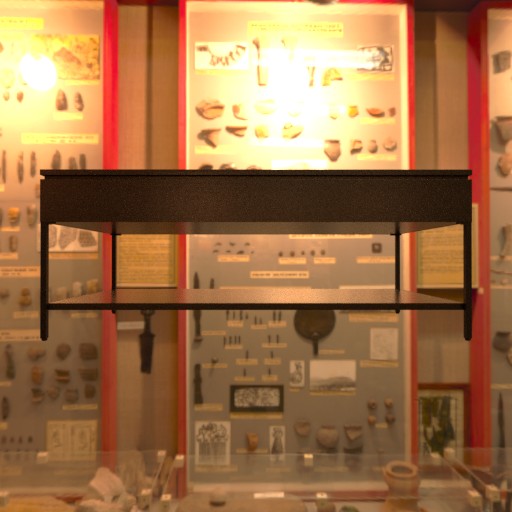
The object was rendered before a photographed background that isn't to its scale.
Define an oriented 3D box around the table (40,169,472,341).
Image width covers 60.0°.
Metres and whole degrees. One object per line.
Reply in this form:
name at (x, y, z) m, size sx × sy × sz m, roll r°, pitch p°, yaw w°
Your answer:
table at (0.000, 0.000, 1.407) m, size 1.095 × 0.435 × 0.574 m, roll 0°, pitch 0°, yaw 0°
